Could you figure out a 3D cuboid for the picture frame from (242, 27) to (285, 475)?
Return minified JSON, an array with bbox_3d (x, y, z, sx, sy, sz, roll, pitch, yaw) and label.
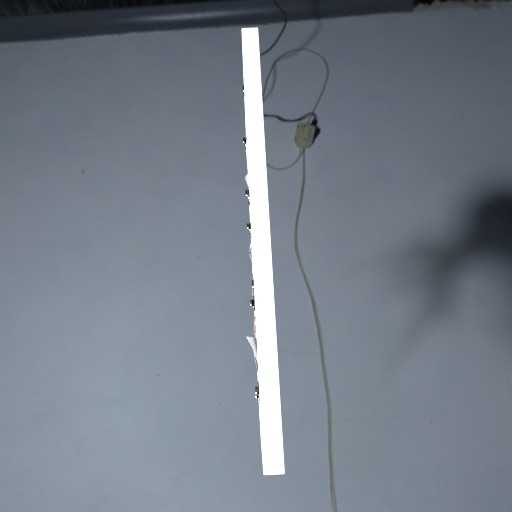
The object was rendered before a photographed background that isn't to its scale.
[{"bbox_3d":[0.000,0.000,0.801,0.044,0.379,0.647,-3,76,-1],"label":"picture frame"}]
